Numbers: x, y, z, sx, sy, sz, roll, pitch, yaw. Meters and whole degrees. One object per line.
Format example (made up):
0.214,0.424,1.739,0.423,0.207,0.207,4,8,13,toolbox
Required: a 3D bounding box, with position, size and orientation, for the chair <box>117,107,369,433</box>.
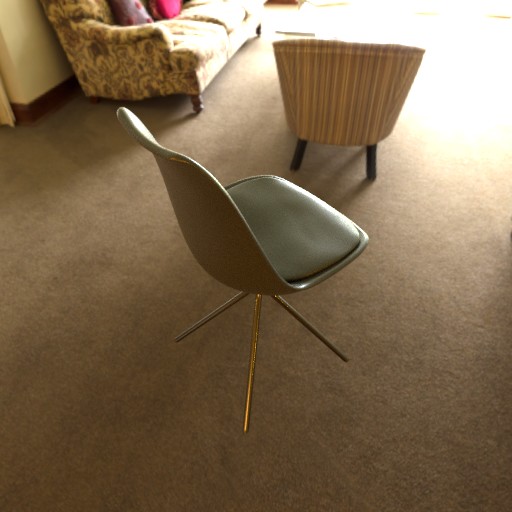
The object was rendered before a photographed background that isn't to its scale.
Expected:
0.000,0.000,1.177,0.525,0.850,0.461,-26,48,-27,chair
